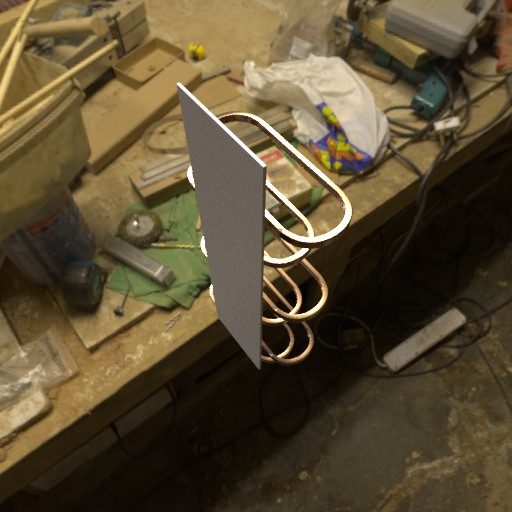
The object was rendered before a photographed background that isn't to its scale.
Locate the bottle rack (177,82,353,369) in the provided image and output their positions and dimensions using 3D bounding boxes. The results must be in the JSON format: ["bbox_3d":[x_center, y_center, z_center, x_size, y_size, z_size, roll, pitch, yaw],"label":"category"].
[{"bbox_3d":[0.000,0.000,0.846,0.118,0.709,0.332,-33,63,-19],"label":"bottle rack"}]
